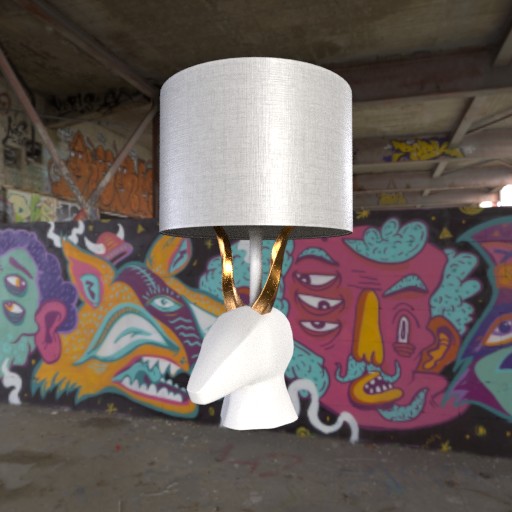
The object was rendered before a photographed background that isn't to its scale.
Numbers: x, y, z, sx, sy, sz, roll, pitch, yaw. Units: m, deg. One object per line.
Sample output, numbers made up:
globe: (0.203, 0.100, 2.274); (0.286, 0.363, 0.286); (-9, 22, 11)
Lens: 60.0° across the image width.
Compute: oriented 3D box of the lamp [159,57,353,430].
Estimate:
lamp: (0.000, 0.000, 0.699); (0.298, 0.503, 0.298); (-1, -2, 36)
